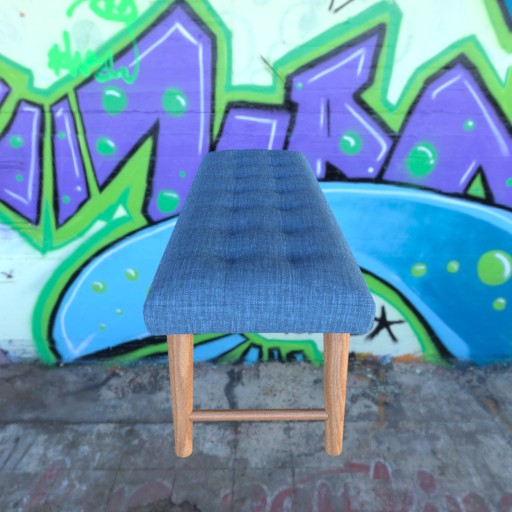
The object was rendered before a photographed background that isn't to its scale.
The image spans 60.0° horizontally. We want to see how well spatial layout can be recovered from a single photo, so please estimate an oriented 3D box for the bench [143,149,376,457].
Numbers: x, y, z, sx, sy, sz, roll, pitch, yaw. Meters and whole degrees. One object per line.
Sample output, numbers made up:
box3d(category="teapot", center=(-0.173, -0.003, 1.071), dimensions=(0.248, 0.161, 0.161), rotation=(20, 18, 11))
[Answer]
box3d(category="bench", center=(0.000, 0.000, 1.333), dimensions=(0.406, 0.432, 1.118), rotation=(0, 26, -1))
